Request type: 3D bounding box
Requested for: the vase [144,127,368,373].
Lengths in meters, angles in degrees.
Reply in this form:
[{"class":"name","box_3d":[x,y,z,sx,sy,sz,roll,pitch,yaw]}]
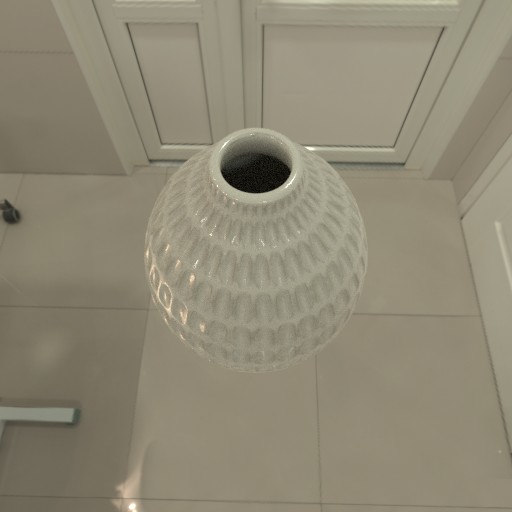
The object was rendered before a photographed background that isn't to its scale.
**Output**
[{"class":"vase","box_3d":[0.000,0.000,0.330,0.162,0.223,0.162,0,64,0]}]
